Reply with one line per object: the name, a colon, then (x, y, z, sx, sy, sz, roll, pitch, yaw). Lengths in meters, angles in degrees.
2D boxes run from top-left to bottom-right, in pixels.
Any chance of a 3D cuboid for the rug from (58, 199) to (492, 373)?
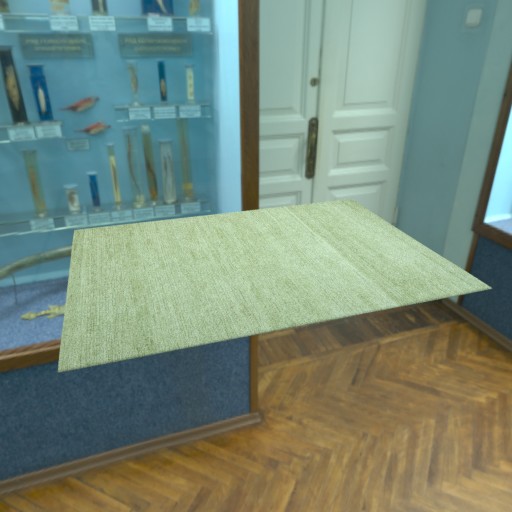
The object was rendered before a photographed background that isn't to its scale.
rug: (0.000, 0.000, 2.859, 2.270, 0.017, 1.606, -8, 27, -16)
